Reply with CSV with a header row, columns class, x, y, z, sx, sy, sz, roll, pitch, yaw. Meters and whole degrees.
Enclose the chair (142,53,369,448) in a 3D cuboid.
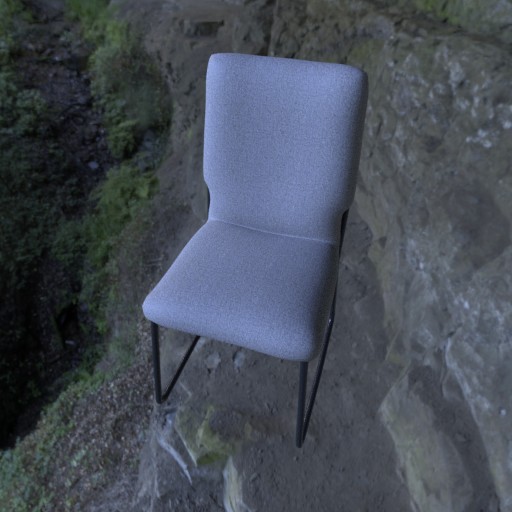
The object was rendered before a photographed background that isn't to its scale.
class,x,y,z,sx,sy,sz,roll,pitch,yaw
chair,0.000,0.000,1.177,0.448,0.864,0.560,12,43,14
